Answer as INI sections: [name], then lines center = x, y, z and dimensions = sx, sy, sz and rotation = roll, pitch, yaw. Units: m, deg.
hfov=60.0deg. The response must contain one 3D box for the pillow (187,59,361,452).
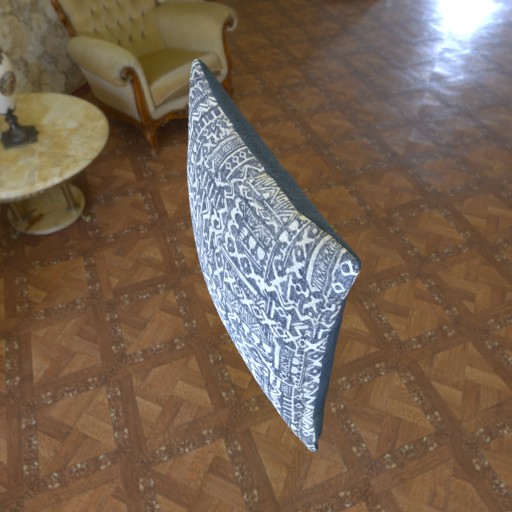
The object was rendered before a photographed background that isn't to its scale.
[pillow]
center = 0.000, 0.000, 0.779
dimensions = 0.180, 0.487, 0.546
rotation = -17, 49, -15
